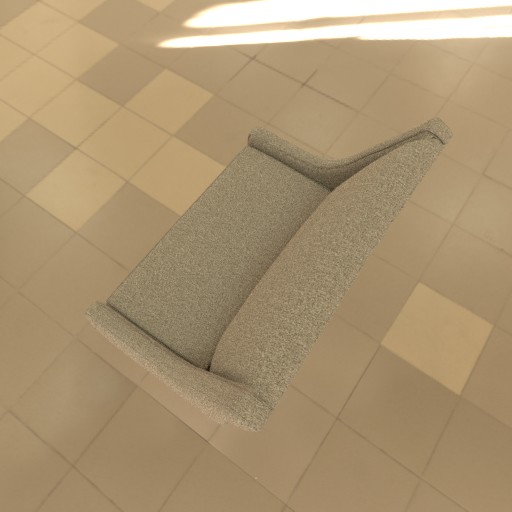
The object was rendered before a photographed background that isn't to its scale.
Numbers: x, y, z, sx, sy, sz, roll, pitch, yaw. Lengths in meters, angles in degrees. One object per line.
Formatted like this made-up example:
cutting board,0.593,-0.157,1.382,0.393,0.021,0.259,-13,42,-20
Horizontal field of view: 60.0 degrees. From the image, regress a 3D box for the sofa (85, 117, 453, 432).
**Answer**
sofa,0.000,0.000,1.873,0.862,1.026,1.242,32,68,15
